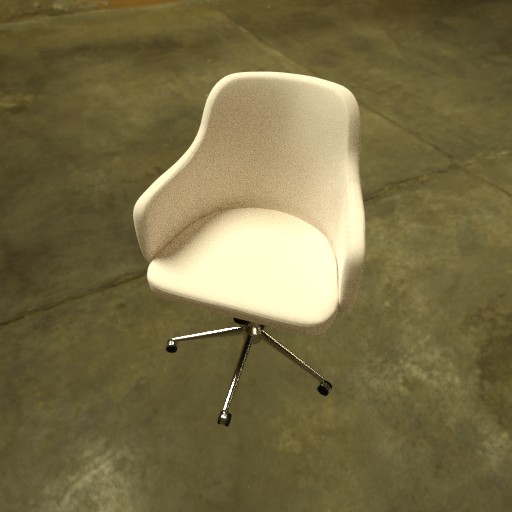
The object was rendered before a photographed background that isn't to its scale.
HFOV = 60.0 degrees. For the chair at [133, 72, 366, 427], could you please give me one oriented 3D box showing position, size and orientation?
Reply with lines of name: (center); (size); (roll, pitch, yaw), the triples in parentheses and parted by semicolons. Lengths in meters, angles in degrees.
chair: (0.000, 0.000, 1.271); (0.602, 0.819, 0.647); (13, 44, 13)
